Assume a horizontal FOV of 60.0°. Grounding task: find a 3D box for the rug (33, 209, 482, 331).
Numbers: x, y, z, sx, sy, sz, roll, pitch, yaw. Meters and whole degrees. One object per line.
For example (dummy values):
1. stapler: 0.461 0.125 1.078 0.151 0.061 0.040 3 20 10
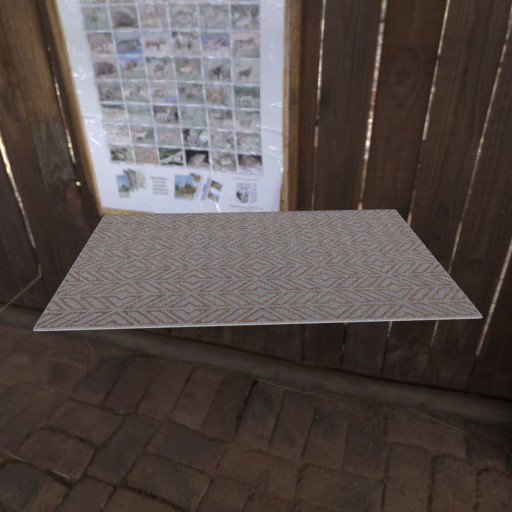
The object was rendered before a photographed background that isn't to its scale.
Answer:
1. rug: 0.000 0.000 3.054 2.438 0.008 1.523 -1 29 -2
